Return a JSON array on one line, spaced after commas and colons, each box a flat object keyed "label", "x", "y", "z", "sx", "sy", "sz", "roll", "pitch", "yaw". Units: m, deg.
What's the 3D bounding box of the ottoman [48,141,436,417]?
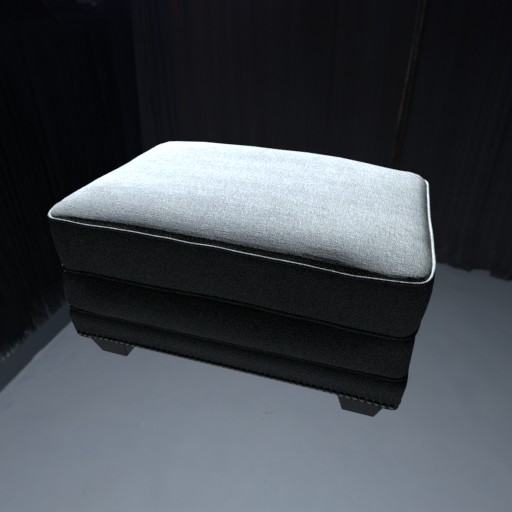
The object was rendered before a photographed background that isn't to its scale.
[{"label": "ottoman", "x": 0.000, "y": 0.000, "z": 1.146, "sx": 0.813, "sy": 0.457, "sz": 0.561, "roll": 9, "pitch": 32, "yaw": 15}]
